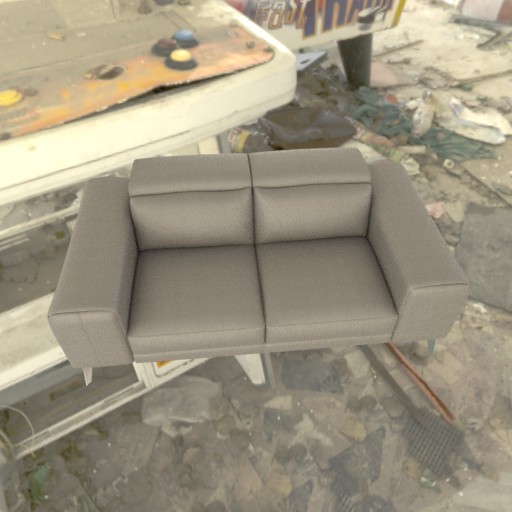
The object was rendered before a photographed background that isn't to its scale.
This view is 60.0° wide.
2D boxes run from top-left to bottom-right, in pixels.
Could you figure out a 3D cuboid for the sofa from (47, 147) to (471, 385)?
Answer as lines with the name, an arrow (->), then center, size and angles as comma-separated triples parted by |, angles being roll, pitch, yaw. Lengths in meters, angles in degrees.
sofa -> 0.000, 0.000, 2.453 | 1.930, 0.753, 1.024 | -4, 46, -4
